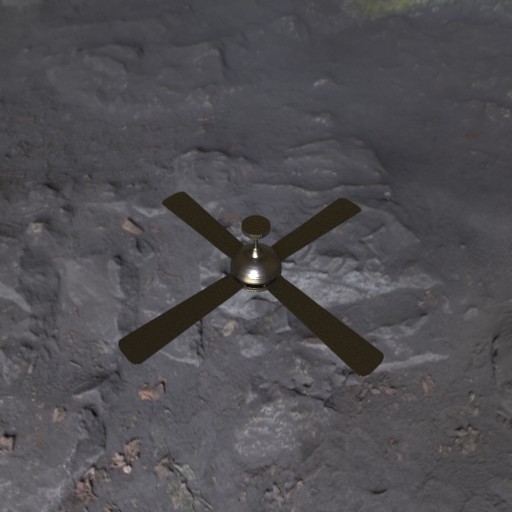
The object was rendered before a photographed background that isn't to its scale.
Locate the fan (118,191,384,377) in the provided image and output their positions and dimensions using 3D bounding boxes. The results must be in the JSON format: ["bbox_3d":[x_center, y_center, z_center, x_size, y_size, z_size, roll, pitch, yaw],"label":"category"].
[{"bbox_3d":[0.000,0.000,1.993,1.321,0.381,1.321,-16,49,-14],"label":"fan"}]
